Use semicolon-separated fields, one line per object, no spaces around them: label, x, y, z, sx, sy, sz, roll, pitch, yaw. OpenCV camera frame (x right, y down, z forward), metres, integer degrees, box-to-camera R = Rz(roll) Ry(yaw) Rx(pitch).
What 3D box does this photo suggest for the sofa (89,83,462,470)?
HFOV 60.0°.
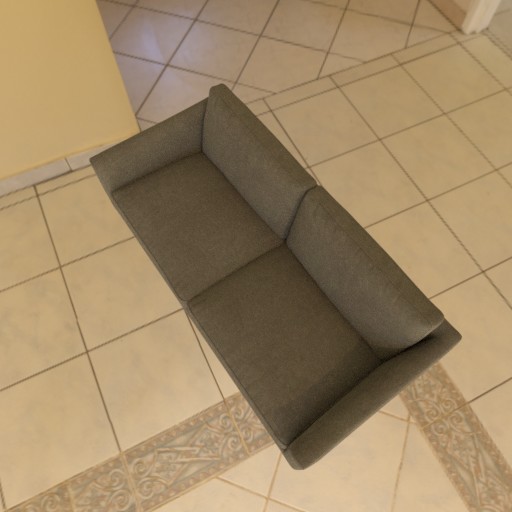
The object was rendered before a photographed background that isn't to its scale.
sofa;0.000;0.000;2.784;1.092;0.838;2.257;-33;68;-15
